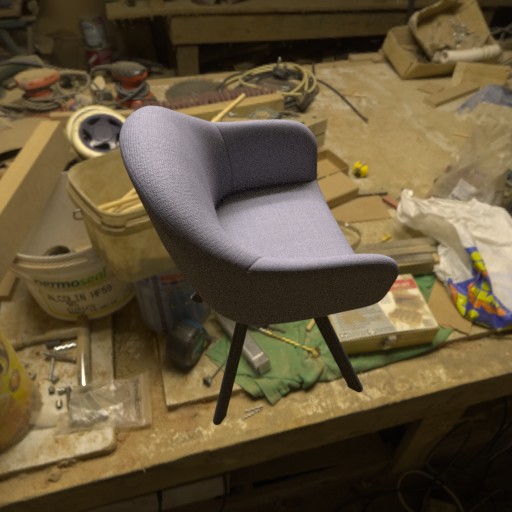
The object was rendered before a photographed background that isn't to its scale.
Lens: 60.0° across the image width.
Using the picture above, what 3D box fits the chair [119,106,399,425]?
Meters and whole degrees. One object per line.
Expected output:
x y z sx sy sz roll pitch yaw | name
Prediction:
0.000 0.000 1.172 0.550 0.795 0.590 -10 46 -10 | chair
